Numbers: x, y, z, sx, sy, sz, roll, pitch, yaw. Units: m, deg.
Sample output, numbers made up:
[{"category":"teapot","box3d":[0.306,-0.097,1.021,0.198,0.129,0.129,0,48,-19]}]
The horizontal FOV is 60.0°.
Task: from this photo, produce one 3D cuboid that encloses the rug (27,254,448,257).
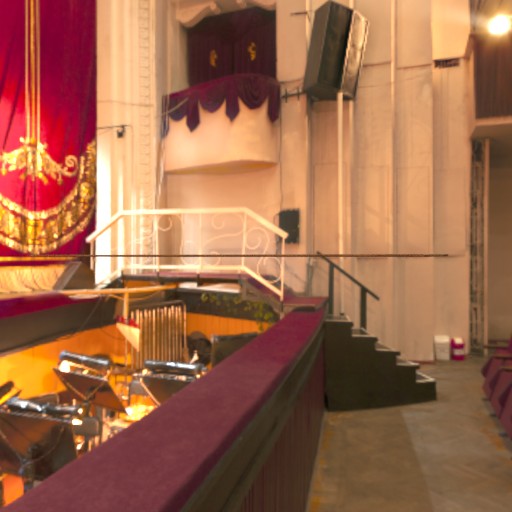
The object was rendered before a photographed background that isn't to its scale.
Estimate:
[{"category":"rug","box3d":[0.000,0.000,2.280,1.726,0.009,1.278,0,0,19]}]
